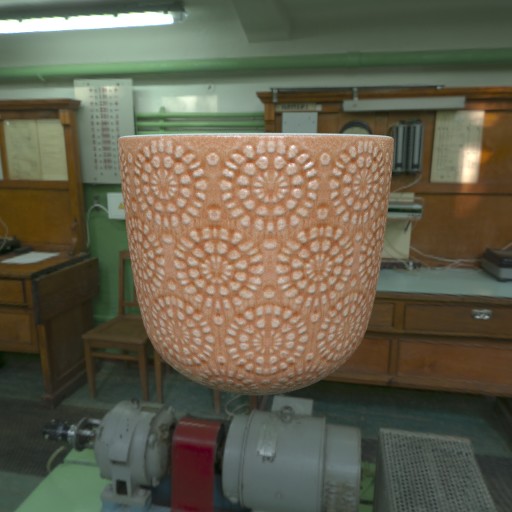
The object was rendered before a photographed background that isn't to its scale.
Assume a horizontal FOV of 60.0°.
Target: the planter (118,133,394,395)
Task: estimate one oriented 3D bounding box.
[{"bbox_3d":[0.000,0.000,0.370,0.208,0.190,0.208,0,13,0],"label":"planter"}]
